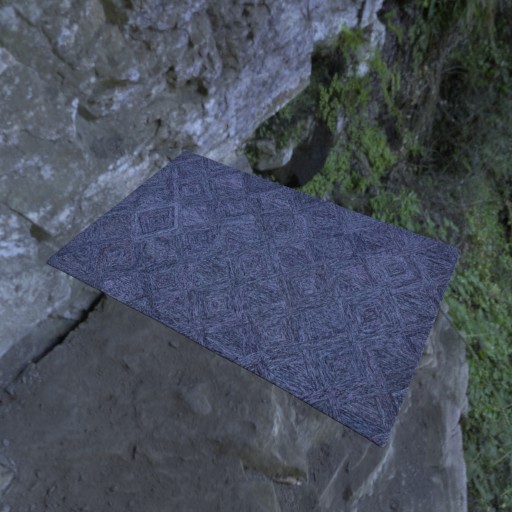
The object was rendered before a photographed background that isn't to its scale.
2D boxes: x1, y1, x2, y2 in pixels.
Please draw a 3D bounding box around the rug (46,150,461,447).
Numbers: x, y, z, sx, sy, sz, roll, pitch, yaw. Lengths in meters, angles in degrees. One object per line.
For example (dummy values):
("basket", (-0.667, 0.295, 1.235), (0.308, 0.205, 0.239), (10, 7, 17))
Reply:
("rug", (0.000, 0.000, 2.220), (1.752, 0.013, 1.158), (23, 51, 21))
